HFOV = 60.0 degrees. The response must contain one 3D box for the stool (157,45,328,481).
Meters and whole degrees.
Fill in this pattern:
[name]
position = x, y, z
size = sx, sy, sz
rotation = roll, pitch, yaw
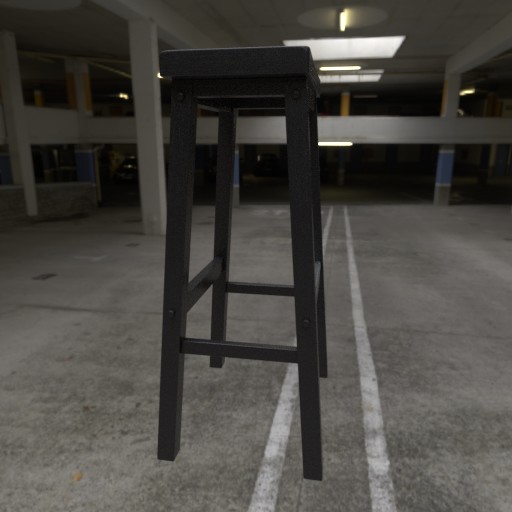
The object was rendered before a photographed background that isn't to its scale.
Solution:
[stool]
position = 0.000, 0.000, 0.943
size = 0.322, 0.742, 0.406
rotation = 3, 15, 10
